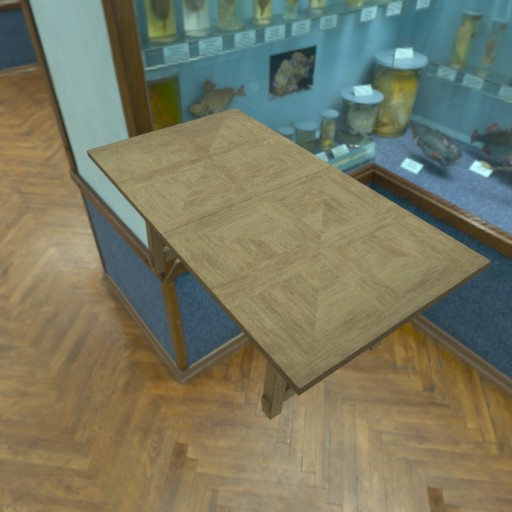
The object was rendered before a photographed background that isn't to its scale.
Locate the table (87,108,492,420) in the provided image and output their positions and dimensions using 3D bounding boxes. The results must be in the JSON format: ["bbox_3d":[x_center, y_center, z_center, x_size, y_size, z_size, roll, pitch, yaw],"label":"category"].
[{"bbox_3d":[0.000,0.000,2.411,1.016,0.768,1.881,-25,47,-26],"label":"table"}]
